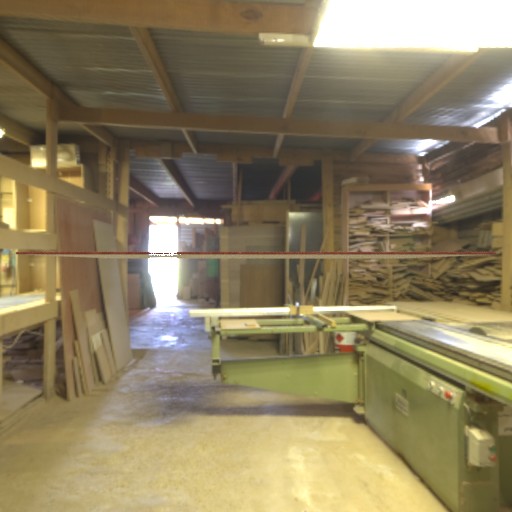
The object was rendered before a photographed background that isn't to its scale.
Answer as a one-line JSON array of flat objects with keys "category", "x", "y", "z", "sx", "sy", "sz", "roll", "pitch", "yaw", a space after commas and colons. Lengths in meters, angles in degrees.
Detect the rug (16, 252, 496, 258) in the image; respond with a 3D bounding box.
[{"category": "rug", "x": 0.000, "y": 0.000, "z": 3.006, "sx": 2.438, "sy": 0.014, "sz": 1.524, "roll": 0, "pitch": -1, "yaw": 0}]
